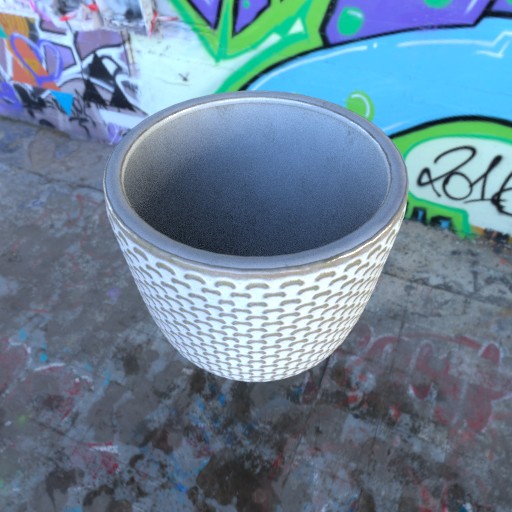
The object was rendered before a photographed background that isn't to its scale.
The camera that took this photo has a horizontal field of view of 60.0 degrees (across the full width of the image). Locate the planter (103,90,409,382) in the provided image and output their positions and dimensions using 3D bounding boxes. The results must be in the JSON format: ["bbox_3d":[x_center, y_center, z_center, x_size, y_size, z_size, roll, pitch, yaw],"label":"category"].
[{"bbox_3d":[0.000,0.000,0.310,0.173,0.160,0.173,0,47,0],"label":"planter"}]
